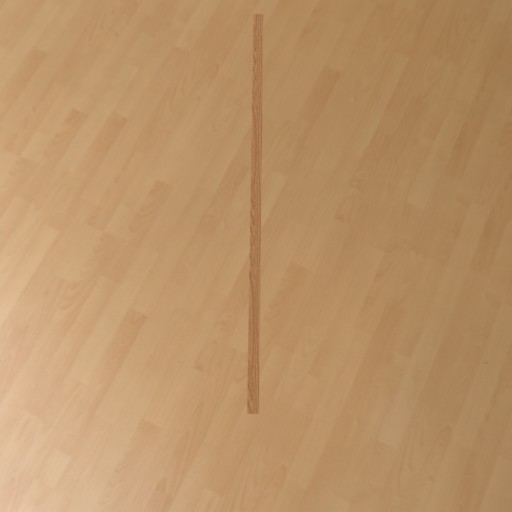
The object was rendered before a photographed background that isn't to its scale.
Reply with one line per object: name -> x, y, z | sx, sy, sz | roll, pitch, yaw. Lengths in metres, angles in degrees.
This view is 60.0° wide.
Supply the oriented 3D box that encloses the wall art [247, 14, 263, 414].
wall art -> 0.000, 0.000, 0.778 | 0.011, 0.605, 0.458 | 1, 77, 0
